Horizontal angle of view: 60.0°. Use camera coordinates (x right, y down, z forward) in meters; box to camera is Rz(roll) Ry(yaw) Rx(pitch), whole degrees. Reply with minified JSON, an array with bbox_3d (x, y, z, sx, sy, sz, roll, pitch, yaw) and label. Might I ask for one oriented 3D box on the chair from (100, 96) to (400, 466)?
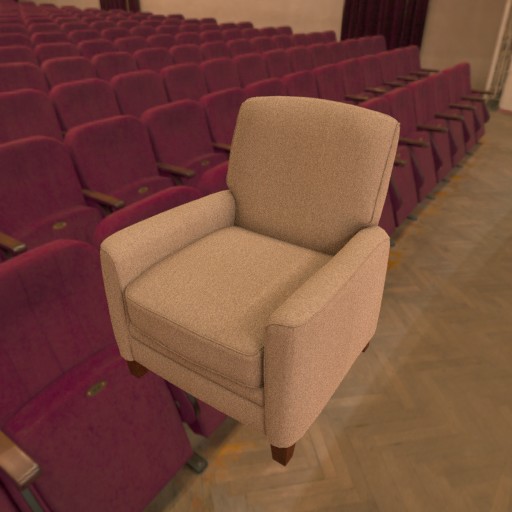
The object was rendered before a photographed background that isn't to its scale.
[{"bbox_3d":[0.000,0.000,1.660,0.848,1.014,0.864,19,35,29],"label":"chair"}]
